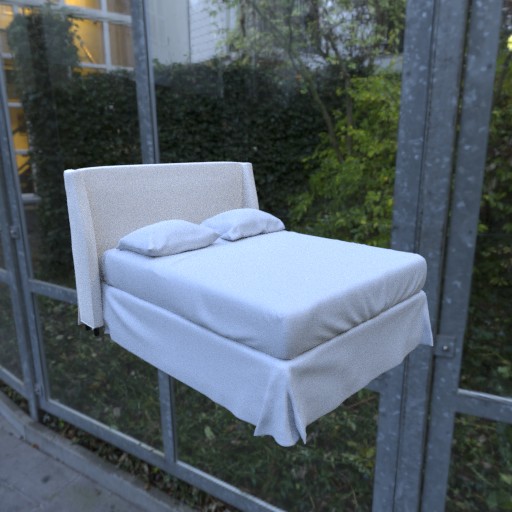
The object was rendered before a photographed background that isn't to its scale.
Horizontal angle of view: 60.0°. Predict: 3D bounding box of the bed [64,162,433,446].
[{"bbox_3d":[0.000,0.000,3.424,2.276,1.332,1.925,14,20,43],"label":"bed"}]
